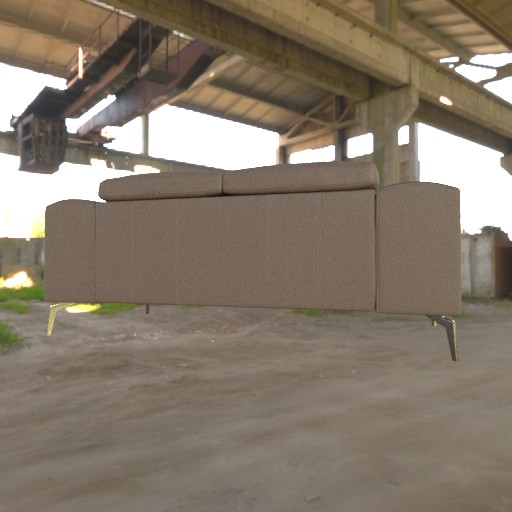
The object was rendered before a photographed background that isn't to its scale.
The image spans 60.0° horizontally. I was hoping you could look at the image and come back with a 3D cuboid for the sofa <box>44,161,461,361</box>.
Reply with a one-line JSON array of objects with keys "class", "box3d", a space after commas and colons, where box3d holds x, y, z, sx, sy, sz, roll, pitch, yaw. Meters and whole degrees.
[{"class": "sofa", "box3d": [0.000, 0.000, 2.346, 1.895, 0.779, 1.003, 0, -1, 17]}]
